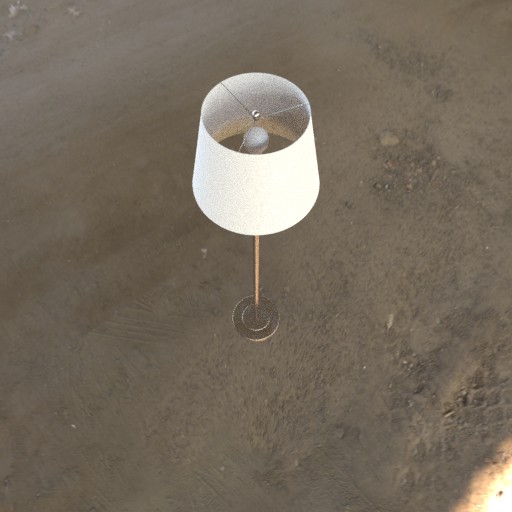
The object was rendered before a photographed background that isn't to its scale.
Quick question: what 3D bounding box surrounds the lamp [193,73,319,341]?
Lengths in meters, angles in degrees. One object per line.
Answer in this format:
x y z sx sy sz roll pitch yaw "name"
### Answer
0.000 0.000 1.670 0.355 1.473 0.355 0 63 0 "lamp"
